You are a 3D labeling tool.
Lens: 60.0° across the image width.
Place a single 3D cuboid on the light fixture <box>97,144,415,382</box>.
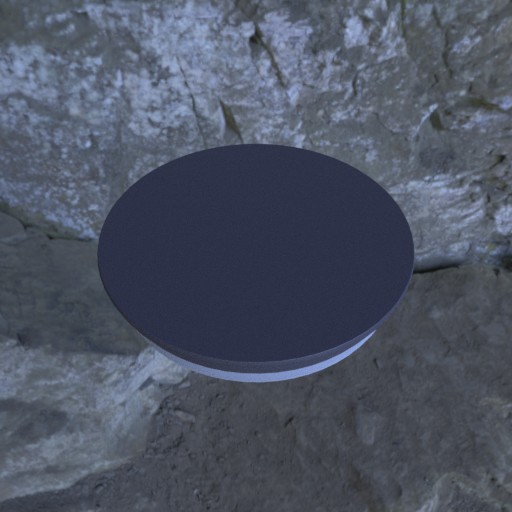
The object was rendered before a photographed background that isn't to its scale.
[{"bbox_3d":[0.000,0.000,0.563,0.368,0.100,0.368,0,46,0],"label":"light fixture"}]
